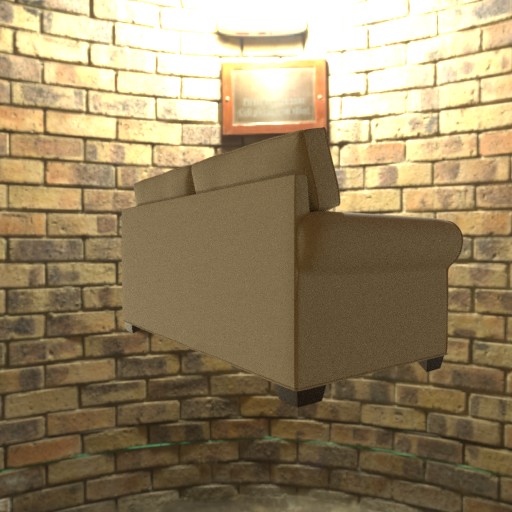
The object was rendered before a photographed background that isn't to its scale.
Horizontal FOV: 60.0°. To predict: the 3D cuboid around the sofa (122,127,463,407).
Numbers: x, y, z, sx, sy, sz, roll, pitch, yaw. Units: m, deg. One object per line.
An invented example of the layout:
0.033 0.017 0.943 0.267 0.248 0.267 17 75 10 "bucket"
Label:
0.000 0.000 2.287 0.861 0.933 1.774 -1 2 -36 "sofa"
